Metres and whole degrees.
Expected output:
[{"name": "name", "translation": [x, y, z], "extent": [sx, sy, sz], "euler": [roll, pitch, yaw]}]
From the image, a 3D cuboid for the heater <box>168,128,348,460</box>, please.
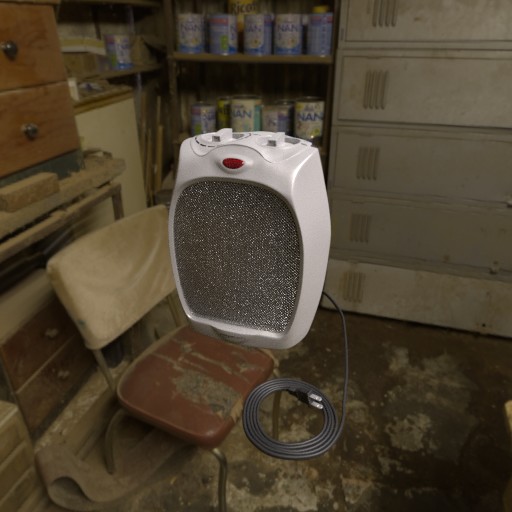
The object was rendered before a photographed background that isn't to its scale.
[{"name": "heater", "translation": [0.000, 0.000, 0.478], "extent": [0.239, 0.240, 0.291], "euler": [9, 29, 17]}]
